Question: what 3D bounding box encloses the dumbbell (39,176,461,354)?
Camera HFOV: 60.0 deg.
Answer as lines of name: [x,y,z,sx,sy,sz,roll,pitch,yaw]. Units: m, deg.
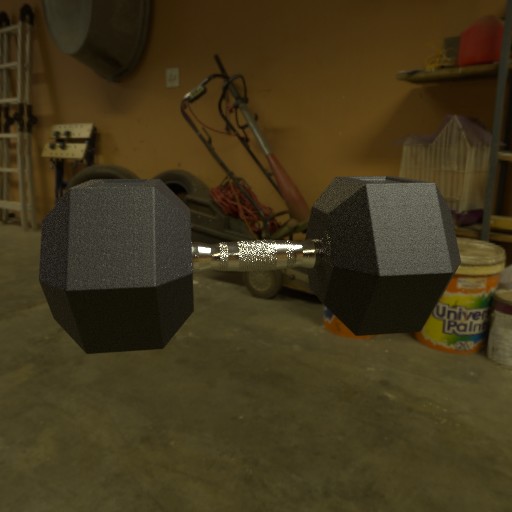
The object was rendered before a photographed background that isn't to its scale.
dumbbell: [0.000,0.000,0.449,0.384,0.150,0.173,-2,15,-8]
